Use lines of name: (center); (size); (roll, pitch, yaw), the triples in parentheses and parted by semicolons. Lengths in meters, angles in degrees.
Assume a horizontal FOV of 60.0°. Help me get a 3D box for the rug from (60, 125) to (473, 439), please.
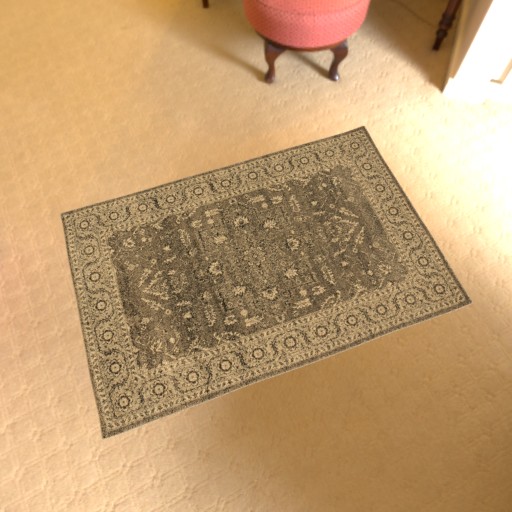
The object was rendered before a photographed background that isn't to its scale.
rug: (0.000, 0.000, 2.277); (1.828, 0.019, 1.209); (-18, 65, -9)
